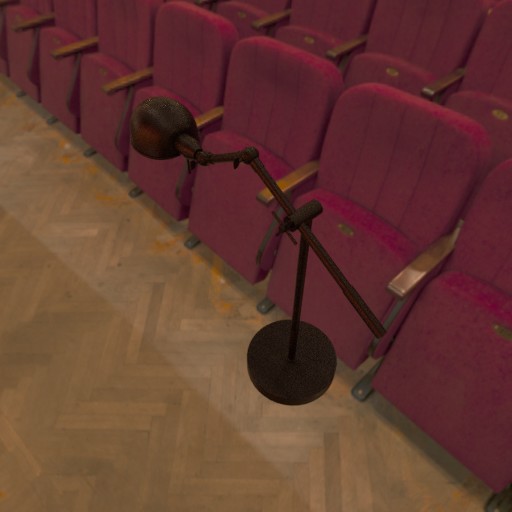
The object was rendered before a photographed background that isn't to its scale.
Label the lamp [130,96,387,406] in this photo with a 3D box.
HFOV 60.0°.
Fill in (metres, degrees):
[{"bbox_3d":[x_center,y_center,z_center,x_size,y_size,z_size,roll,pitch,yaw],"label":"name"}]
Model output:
[{"bbox_3d":[0.000,0.000,0.811,0.185,0.495,0.567,-34,55,-27],"label":"lamp"}]
